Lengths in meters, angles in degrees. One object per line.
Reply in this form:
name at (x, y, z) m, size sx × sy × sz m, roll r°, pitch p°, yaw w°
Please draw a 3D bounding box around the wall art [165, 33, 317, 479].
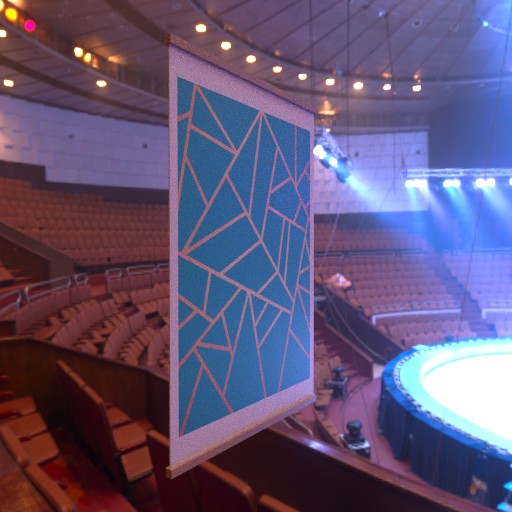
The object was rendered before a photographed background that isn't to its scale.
wall art at (0.000, 0.000, 1.913) m, size 0.030 × 1.519 × 0.990 m, roll 1°, pitch 1°, yaw 37°
